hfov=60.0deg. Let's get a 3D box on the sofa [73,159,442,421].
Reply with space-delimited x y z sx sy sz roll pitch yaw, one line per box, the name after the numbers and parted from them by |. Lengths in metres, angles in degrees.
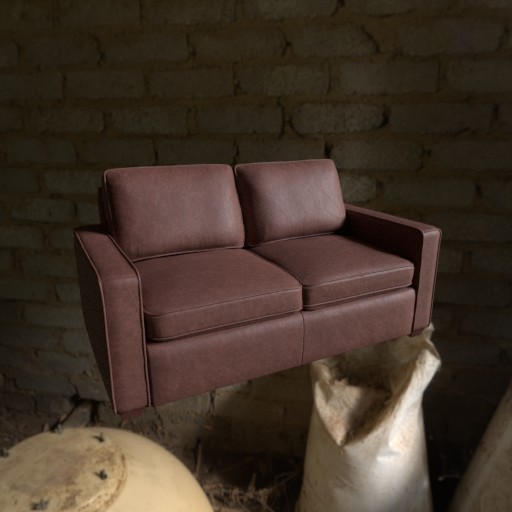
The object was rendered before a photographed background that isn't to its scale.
0.000 0.000 2.328 1.709 0.918 0.947 -9 19 -26 | sofa
